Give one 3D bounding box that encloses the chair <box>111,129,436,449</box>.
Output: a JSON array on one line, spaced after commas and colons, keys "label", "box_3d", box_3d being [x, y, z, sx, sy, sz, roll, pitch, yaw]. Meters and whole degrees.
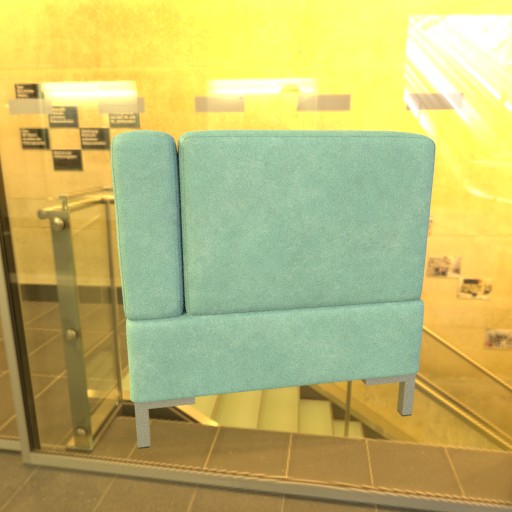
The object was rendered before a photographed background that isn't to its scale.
[{"label": "chair", "box_3d": [0.000, 0.000, 1.231, 0.680, 0.660, 0.680, -3, 15, -11]}]
